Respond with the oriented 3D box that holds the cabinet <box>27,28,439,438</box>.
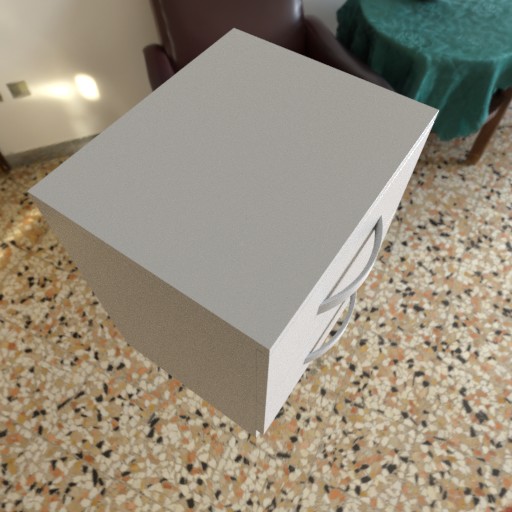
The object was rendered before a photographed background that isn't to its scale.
[{"bbox_3d":[0.000,0.000,0.738,0.360,0.470,0.400,30,62,18],"label":"cabinet"}]
